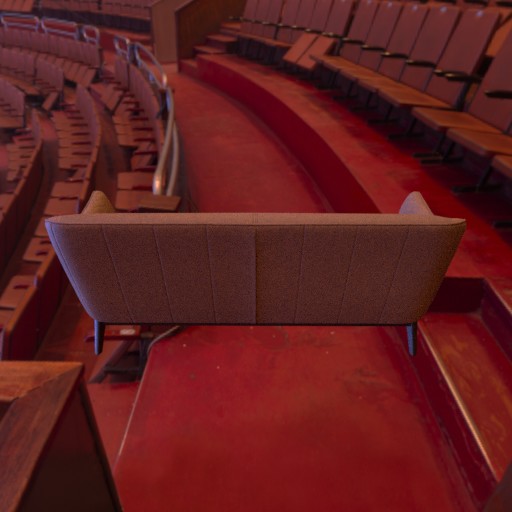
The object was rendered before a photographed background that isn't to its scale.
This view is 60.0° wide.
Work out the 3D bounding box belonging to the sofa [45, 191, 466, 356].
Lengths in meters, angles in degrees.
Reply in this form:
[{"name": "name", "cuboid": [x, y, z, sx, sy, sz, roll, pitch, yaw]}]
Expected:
[{"name": "sofa", "cuboid": [0.000, 0.000, 2.374, 1.928, 0.830, 0.869, 0, 30, 0]}]
